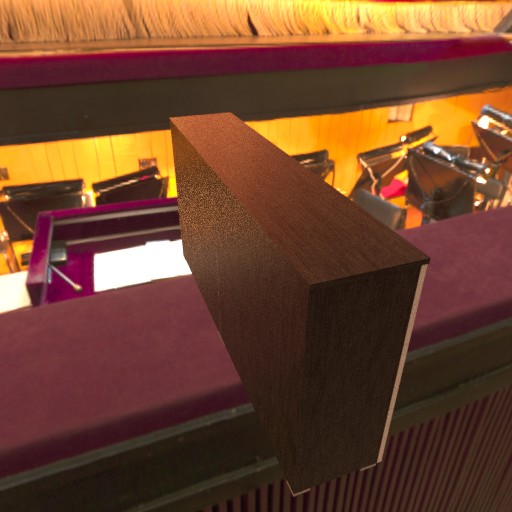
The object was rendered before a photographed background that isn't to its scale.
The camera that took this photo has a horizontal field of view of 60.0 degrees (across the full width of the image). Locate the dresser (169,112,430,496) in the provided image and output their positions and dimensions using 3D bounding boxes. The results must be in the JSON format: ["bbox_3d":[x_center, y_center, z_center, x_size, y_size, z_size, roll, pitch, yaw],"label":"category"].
[{"bbox_3d":[0.000,0.000,1.816,0.333,0.790,1.535,-11,33,-18],"label":"dresser"}]
